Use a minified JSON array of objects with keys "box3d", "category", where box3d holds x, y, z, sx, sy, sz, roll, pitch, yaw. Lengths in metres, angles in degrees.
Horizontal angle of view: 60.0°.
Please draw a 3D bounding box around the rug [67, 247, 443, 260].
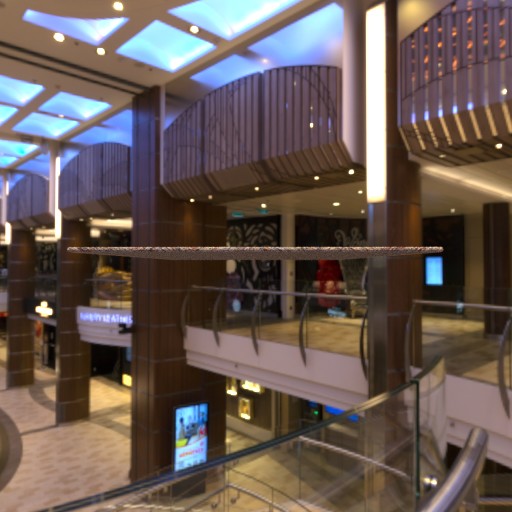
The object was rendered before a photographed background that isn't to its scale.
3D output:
[{"box3d":[0.000,0.000,2.198,1.143,0.014,1.761,0,-1,0],"category":"rug"}]
